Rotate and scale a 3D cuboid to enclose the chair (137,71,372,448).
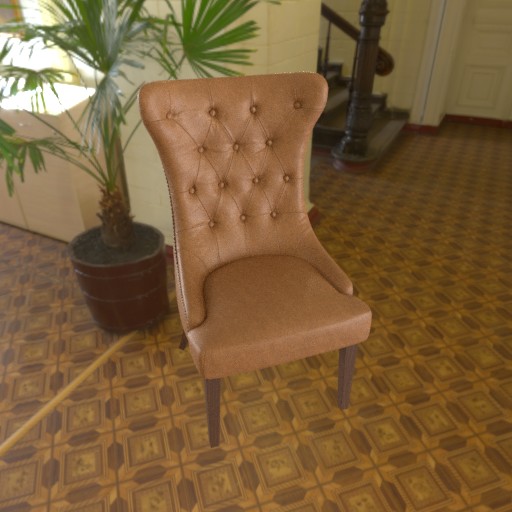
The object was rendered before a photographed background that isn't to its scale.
[{"bbox_3d":[0.000,0.000,1.491,0.611,1.065,0.669,-10,33,-16],"label":"chair"}]
